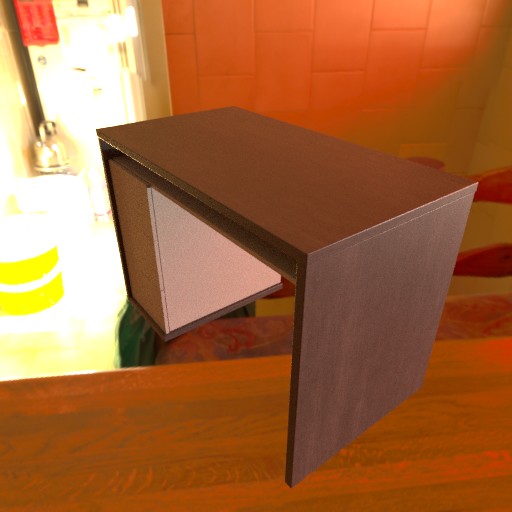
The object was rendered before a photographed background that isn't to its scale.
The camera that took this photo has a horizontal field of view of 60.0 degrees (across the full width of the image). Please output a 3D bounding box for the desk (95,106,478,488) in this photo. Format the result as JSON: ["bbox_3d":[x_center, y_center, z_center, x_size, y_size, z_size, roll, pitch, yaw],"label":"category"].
[{"bbox_3d":[0.000,0.000,1.550,0.600,0.750,1.100,-21,37,-31],"label":"desk"}]
